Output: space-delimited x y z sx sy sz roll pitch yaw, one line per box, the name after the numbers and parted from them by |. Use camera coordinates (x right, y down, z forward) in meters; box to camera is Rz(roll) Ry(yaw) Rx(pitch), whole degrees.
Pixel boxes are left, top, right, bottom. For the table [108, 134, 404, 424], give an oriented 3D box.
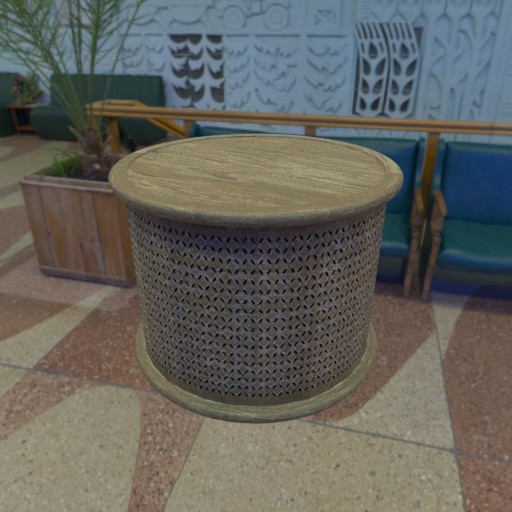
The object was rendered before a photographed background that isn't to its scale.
0.000 0.000 1.047 0.607 0.450 0.607 0 27 0 | table
